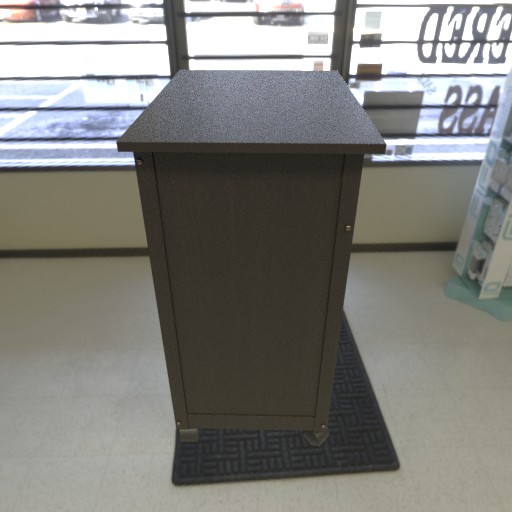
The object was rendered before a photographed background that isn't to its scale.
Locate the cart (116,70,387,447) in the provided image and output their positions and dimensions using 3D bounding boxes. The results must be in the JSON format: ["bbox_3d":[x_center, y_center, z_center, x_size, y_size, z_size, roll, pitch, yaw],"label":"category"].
[{"bbox_3d":[0.000,0.000,1.258,0.456,0.879,0.660,1,33,1],"label":"cart"}]
